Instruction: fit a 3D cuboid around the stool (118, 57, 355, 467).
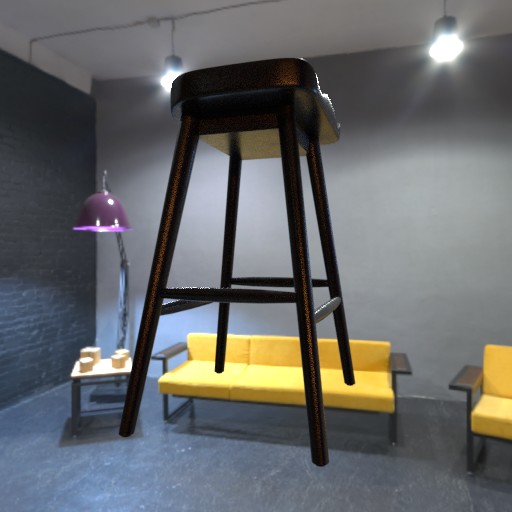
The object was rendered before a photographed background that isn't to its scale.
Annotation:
[{"bbox_3d":[0.000,0.000,0.904,0.361,0.615,0.440,0,1,18],"label":"stool"}]
